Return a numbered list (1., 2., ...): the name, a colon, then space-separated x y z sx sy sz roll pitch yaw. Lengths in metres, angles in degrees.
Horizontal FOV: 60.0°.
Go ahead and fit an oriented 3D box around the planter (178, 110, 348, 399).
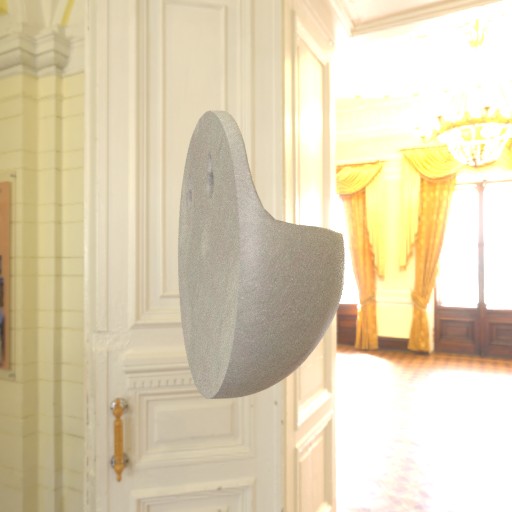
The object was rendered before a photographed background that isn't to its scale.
1. planter: 0.000 0.000 0.276 0.073 0.164 0.190 0 0 -18
